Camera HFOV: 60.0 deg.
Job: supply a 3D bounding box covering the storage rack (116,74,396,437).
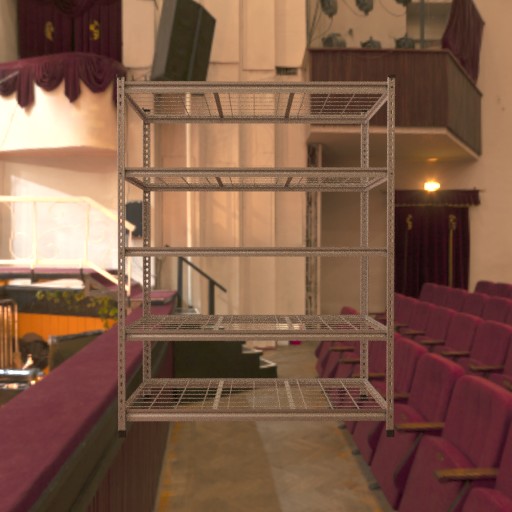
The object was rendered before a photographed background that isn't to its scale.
[{"bbox_3d":[0.000,0.000,2.722,1.524,1.981,0.610,0,1,0],"label":"storage rack"}]
